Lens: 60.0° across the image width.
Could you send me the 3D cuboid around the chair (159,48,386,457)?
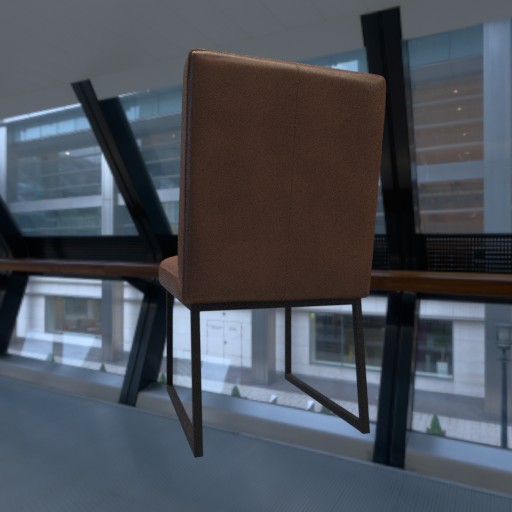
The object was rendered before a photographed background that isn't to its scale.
[{"bbox_3d":[0.000,0.000,1.334,0.520,0.930,0.634,0,0,-18],"label":"chair"}]
